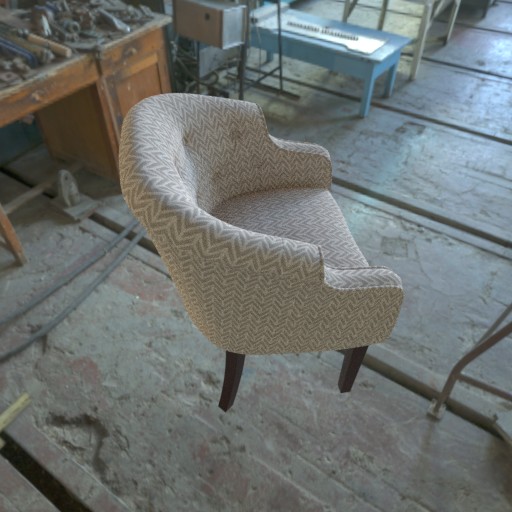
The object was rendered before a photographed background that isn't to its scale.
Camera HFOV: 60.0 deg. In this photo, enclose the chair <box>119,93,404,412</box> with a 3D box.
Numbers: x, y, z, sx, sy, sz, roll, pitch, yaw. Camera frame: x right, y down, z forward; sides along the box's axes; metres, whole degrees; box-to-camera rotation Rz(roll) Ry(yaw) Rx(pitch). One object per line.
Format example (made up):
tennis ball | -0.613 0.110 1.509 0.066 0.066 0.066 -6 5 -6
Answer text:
chair | 0.000 0.000 1.285 0.613 0.858 0.686 -8 47 -8
